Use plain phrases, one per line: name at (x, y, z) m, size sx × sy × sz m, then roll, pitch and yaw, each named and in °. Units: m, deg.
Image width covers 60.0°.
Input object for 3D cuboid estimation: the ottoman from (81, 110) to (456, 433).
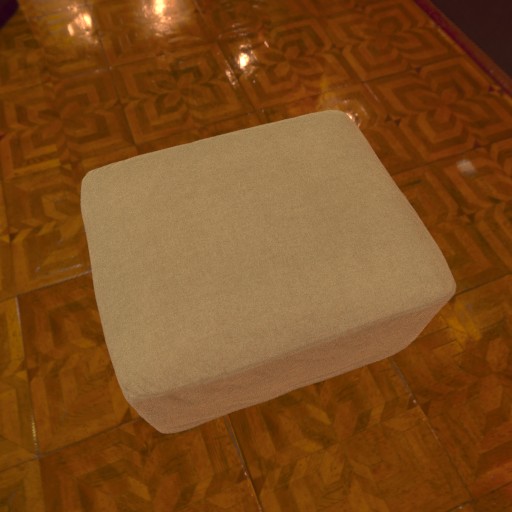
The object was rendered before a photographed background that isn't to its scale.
ottoman at (0.000, 0.000, 1.243) m, size 0.837 × 0.481 × 0.683 m, roll -17°, pitch 61°, yaw -10°
